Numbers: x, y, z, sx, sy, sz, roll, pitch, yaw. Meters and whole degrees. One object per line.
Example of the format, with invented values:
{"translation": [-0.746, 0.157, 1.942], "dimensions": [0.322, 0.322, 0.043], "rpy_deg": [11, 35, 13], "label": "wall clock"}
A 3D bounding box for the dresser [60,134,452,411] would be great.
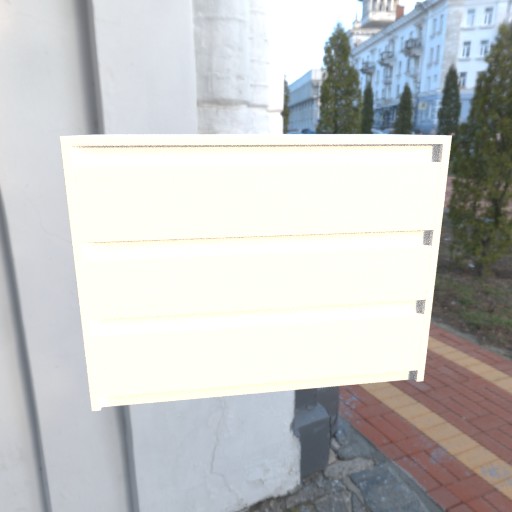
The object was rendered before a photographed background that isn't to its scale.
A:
{"translation": [0.000, 0.000, 1.558], "dimensions": [1.100, 0.820, 0.460], "rpy_deg": [-2, 16, -9], "label": "dresser"}
